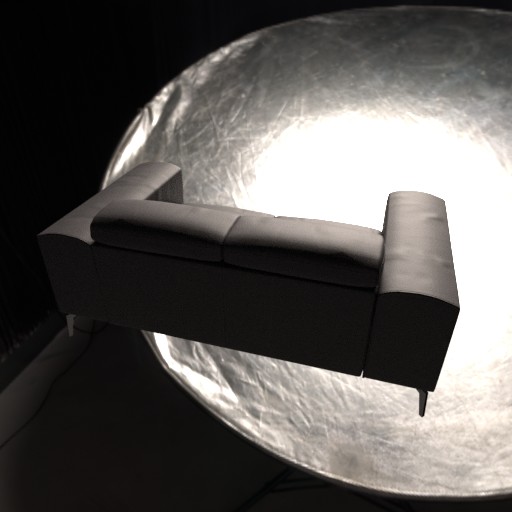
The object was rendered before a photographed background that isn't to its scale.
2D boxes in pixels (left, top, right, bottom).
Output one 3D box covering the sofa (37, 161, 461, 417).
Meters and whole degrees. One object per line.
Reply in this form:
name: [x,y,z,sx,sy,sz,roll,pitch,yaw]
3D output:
sofa: [0.000,0.000,2.371,1.895,0.779,1.003,9,34,14]
